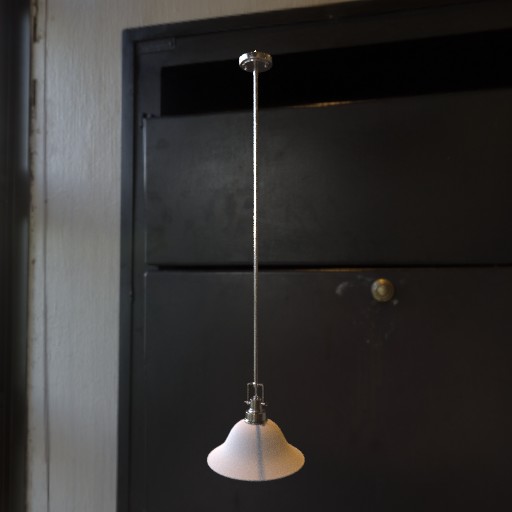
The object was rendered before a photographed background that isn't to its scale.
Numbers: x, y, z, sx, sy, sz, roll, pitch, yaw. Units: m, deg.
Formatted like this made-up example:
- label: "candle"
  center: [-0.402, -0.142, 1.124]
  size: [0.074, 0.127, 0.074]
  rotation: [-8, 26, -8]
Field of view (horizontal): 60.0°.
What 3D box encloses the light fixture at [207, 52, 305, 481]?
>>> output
- label: "light fixture"
  center: [0.000, 0.000, 1.505]
  size: [0.324, 1.354, 0.324]
  rotation: [-1, -2, 17]
